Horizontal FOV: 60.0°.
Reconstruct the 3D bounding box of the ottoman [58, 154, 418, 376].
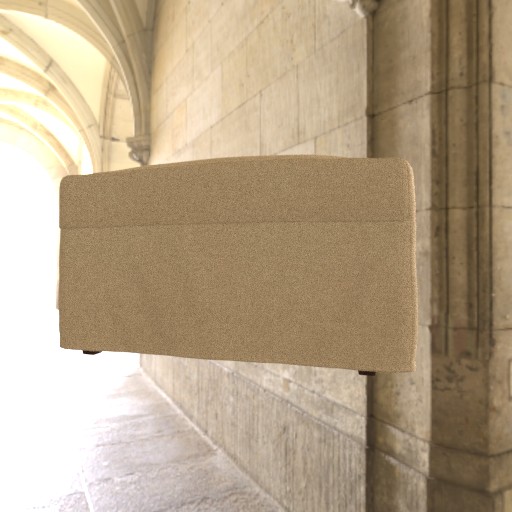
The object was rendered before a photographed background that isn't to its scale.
[{"bbox_3d":[0.000,0.000,1.262,0.833,0.485,0.650,0,0,17],"label":"ottoman"}]
